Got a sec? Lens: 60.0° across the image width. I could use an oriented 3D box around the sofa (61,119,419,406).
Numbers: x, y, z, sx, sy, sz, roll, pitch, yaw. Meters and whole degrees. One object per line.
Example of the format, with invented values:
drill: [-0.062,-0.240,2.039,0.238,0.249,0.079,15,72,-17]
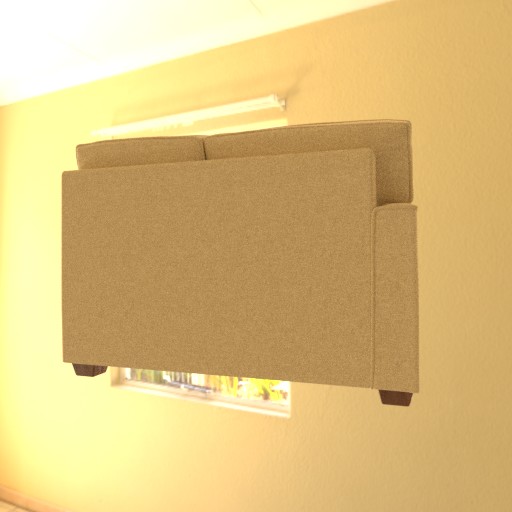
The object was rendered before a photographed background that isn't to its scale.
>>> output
sofa: [0.000,0.000,2.040,1.388,0.989,0.991,0,-1,18]
